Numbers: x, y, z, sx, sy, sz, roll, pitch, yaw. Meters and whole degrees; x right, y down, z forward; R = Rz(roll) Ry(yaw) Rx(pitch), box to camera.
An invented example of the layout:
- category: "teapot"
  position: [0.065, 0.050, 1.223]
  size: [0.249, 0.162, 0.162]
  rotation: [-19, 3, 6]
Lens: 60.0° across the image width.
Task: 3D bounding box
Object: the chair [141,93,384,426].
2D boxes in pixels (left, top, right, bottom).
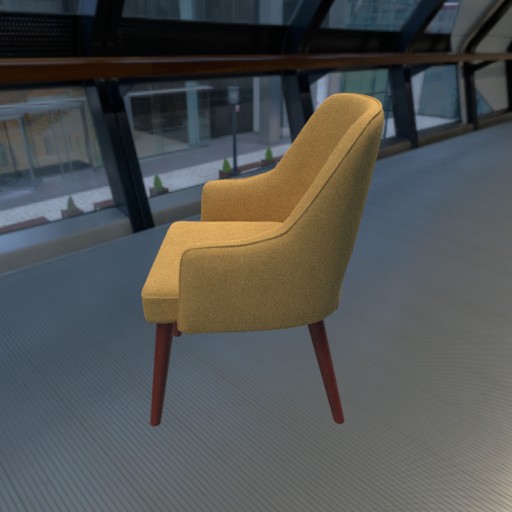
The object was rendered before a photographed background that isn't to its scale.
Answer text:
- category: "chair"
  position: [0.000, 0.000, 1.261]
  size: [0.605, 0.849, 0.548]
  rotation: [0, 26, 0]
